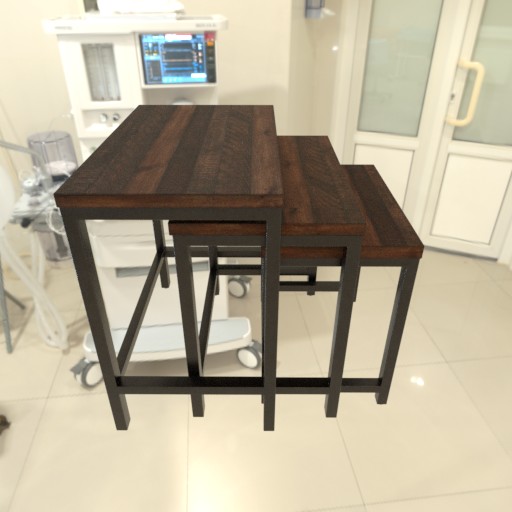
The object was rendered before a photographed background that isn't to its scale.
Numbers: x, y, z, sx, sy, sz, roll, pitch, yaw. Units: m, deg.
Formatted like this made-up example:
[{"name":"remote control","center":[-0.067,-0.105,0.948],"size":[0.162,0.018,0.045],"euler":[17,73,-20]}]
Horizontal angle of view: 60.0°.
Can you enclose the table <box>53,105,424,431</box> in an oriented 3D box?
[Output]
[{"name":"table","center":[0.000,0.000,1.142],"size":[0.660,0.616,0.608],"euler":[0,32,0]}]
